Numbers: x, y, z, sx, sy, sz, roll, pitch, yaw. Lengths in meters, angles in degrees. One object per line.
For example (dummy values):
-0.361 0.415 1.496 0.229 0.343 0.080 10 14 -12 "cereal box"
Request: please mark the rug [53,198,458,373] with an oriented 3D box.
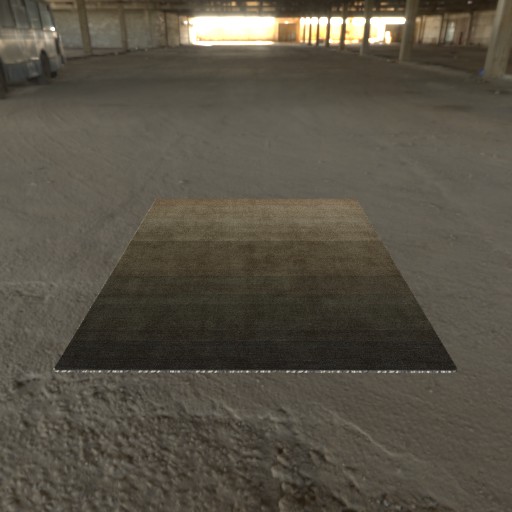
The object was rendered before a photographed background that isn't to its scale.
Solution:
0.000 0.000 3.794 2.306 0.017 2.902 0 27 0 "rug"
